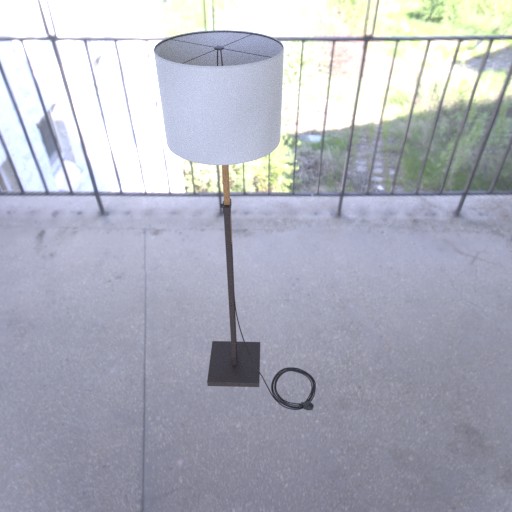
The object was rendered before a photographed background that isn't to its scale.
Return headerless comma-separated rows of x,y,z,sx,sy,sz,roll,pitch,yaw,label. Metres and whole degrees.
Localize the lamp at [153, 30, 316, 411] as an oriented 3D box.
0.000,0.000,1.888,0.639,1.650,0.474,1,40,1,lamp
